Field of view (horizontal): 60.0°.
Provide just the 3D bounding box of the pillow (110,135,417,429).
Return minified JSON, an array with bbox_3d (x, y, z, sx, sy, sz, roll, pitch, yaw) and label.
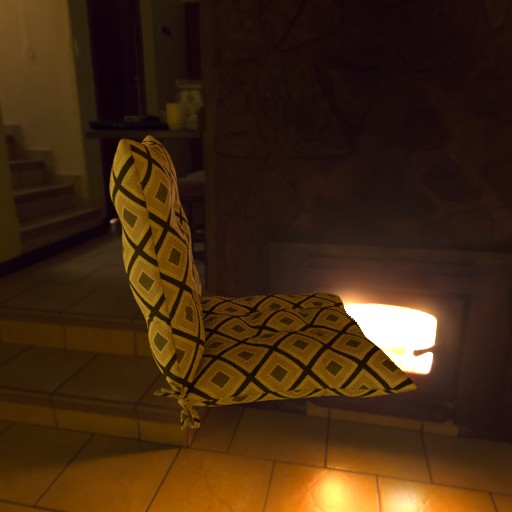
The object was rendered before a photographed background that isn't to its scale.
[{"bbox_3d":[0.000,0.000,1.021,0.585,0.536,0.541,-2,16,-8],"label":"pillow"}]
